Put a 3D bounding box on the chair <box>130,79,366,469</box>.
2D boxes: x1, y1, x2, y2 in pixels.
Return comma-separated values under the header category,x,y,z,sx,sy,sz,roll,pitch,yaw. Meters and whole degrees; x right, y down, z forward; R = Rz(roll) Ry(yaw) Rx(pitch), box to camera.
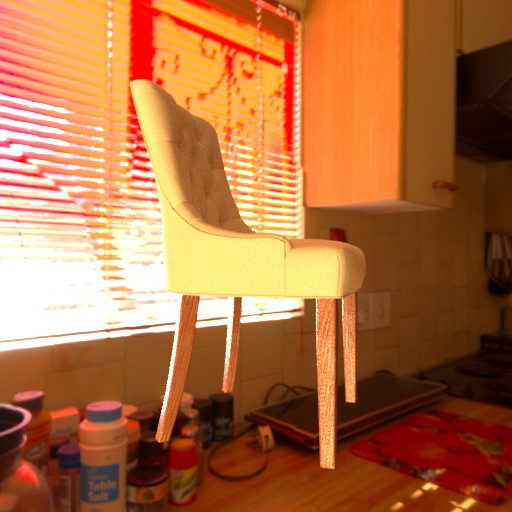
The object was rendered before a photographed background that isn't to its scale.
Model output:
category,x,y,z,sx,sy,sz,roll,pitch,yaw
chair,0.000,0.000,1.202,0.565,0.874,0.509,0,-1,18
